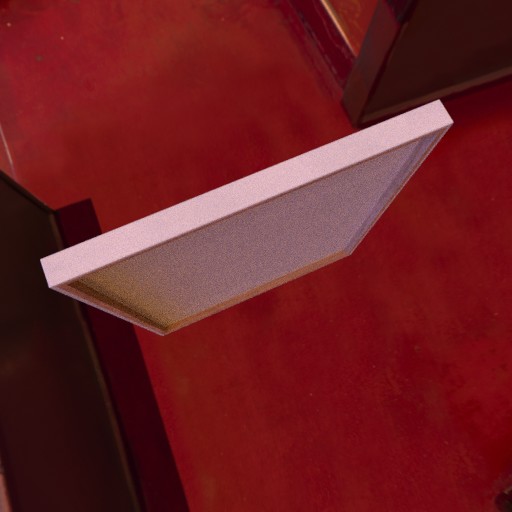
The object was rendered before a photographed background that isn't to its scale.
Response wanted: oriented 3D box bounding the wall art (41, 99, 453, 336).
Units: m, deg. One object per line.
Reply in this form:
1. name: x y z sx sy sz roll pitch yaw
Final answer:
1. wall art: 0.000 0.000 0.807 0.508 0.606 0.037 -23 76 -6
